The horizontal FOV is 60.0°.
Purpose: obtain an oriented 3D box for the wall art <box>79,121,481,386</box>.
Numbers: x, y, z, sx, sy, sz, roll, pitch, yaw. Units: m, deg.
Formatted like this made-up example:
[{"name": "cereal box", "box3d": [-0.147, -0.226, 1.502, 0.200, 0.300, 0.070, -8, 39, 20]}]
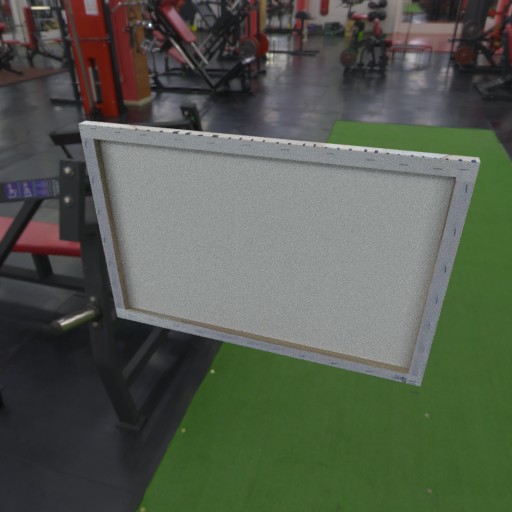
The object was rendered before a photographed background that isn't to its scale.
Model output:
[{"name": "wall art", "box3d": [0.000, 0.000, 1.422, 1.143, 0.757, 0.038, 10, 32, 16]}]
